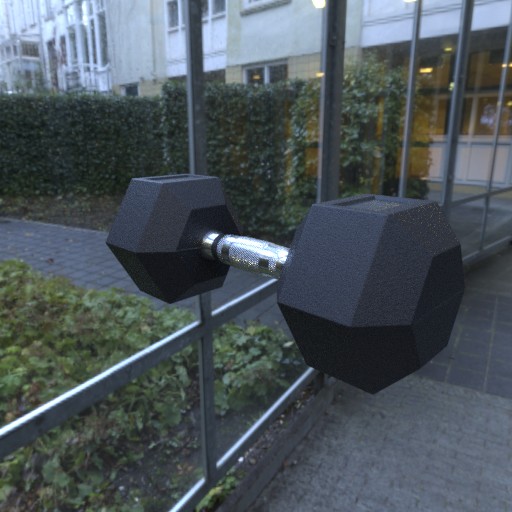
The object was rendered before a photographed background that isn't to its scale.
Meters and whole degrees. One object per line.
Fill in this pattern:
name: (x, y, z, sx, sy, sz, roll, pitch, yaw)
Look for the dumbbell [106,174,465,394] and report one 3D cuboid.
dumbbell: (0.000, 0.000, 0.402, 0.337, 0.123, 0.142, 15, 22, 42)
